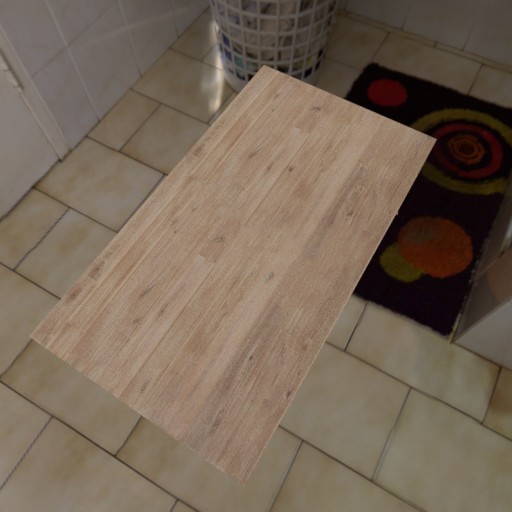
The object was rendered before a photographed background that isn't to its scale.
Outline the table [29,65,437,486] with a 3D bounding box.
[{"bbox_3d":[0.000,0.000,2.019,0.918,0.531,1.619,29,67,14],"label":"table"}]
